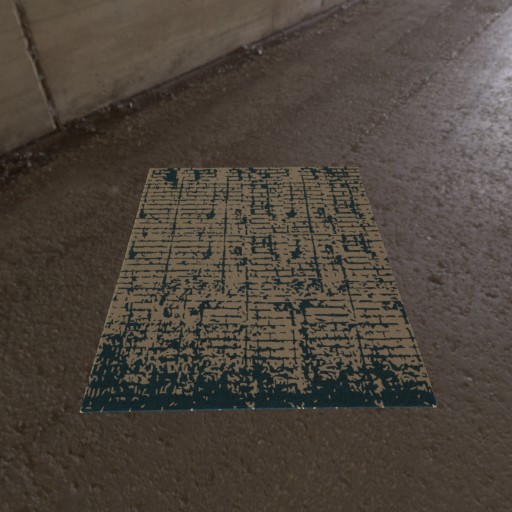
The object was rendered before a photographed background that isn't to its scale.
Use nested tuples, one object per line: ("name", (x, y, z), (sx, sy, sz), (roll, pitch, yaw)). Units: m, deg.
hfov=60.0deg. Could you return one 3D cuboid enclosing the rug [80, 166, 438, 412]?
("rug", (0.000, 0.000, 4.082), (2.416, 0.014, 3.017), (-1, 43, -1))
